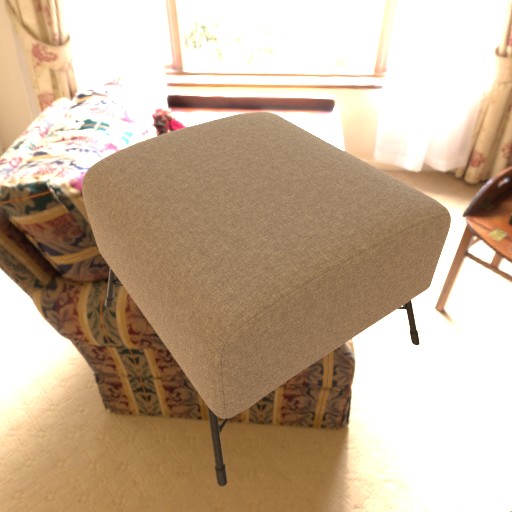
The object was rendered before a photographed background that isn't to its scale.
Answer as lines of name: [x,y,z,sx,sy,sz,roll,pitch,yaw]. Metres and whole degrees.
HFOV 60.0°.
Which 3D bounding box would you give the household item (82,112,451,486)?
household item: [0.000,0.000,0.903,0.530,0.410,0.530,-25,47,-26]
